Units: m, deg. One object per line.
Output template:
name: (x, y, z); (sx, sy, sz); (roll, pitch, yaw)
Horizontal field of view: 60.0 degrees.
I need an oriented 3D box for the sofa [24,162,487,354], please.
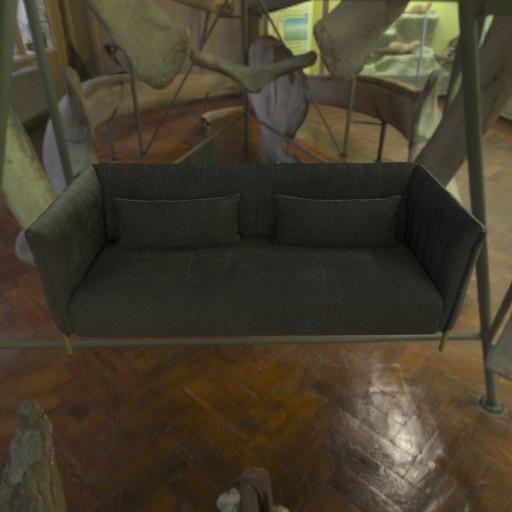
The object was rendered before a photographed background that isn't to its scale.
sofa: (0.000, 0.000, 2.373); (1.980, 0.780, 0.876); (0, 31, -1)
